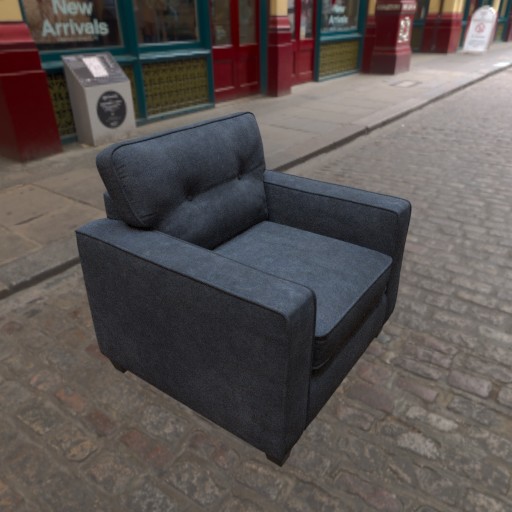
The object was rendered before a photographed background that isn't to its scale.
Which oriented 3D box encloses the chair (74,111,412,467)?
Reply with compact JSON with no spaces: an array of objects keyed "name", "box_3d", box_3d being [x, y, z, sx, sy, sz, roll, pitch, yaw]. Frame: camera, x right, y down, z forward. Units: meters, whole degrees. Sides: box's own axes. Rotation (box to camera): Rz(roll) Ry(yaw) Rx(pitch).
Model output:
[{"name":"chair","box_3d":[0.000,0.000,1.792,0.939,0.965,1.015,19,33,31]}]
